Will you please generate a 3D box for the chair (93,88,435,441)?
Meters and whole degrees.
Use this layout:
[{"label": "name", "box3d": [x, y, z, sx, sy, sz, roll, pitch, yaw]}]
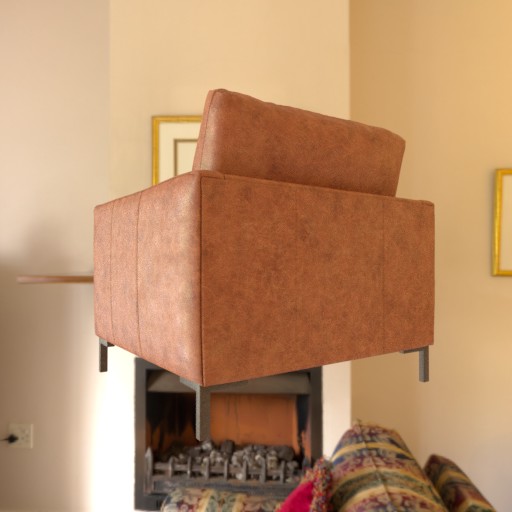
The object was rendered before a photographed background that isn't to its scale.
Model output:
[{"label": "chair", "box3d": [0.000, 0.000, 1.618, 0.967, 0.869, 0.862, 1, -1, -35]}]
